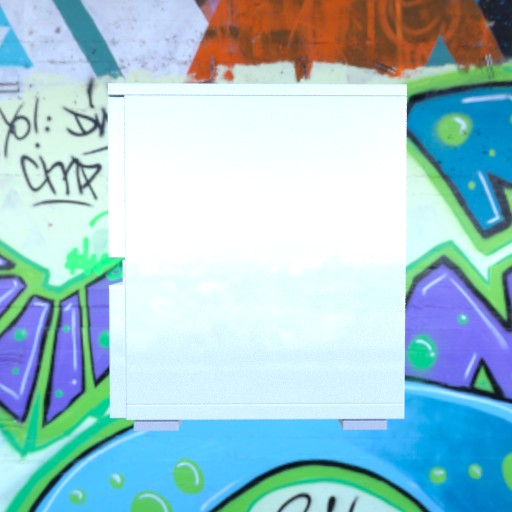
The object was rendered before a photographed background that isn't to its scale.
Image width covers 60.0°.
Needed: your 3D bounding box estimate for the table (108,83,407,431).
[{"bbox_3d":[0.000,0.000,0.807,0.400,0.470,0.420,0,1,-1],"label":"table"}]
